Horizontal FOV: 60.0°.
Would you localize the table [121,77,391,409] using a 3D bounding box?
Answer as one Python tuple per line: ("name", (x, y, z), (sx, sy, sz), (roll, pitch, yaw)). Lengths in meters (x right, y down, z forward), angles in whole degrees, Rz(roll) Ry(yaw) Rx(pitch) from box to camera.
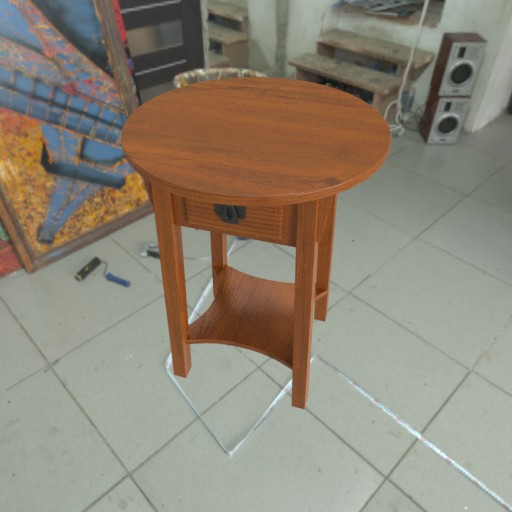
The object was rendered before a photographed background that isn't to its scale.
("table", (0.000, 0.000, 0.968), (0.457, 0.610, 0.457), (0, 41, 0))
